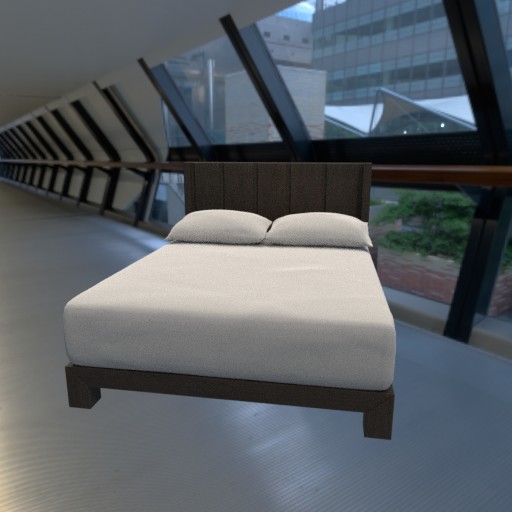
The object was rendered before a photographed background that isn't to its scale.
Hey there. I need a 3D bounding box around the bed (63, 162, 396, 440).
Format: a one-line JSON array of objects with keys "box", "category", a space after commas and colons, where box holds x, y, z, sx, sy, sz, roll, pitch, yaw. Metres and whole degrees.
[{"box": [0.000, 0.000, 3.216, 1.727, 1.270, 2.242, 2, 14, 9], "category": "bed"}]
